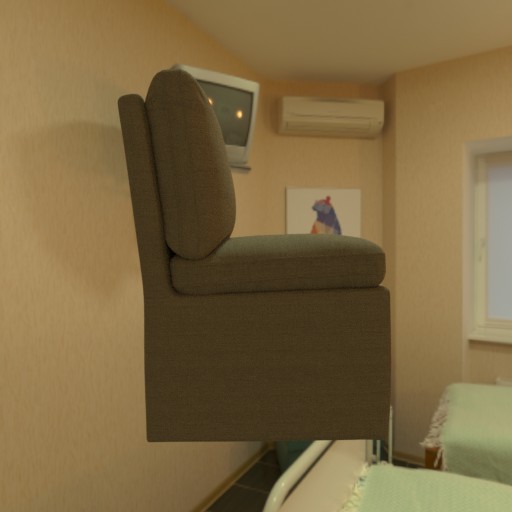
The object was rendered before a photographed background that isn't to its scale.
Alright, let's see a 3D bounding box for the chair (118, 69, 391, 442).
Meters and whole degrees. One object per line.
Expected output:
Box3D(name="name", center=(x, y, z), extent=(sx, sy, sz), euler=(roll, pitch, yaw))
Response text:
Box3D(name="chair", center=(0.000, 0.000, 1.326), extent=(0.698, 0.927, 0.503), euler=(0, 1, -2))
